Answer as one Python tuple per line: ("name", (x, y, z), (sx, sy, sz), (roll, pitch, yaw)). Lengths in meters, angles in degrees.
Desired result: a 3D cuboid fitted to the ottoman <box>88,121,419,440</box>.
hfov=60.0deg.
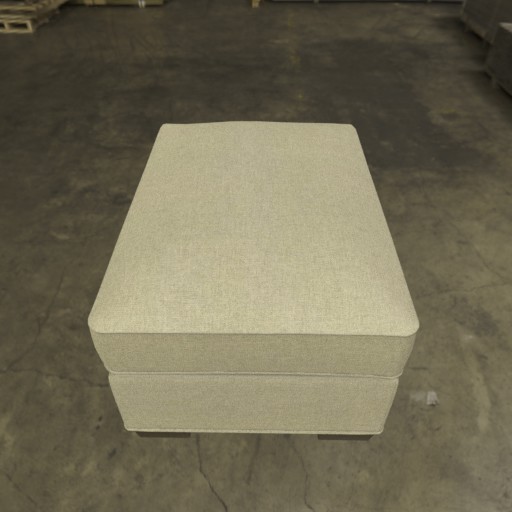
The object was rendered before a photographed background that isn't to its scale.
("ottoman", (0.000, 0.000, 1.231), (0.619, 0.504, 0.843), (1, 42, 1))
